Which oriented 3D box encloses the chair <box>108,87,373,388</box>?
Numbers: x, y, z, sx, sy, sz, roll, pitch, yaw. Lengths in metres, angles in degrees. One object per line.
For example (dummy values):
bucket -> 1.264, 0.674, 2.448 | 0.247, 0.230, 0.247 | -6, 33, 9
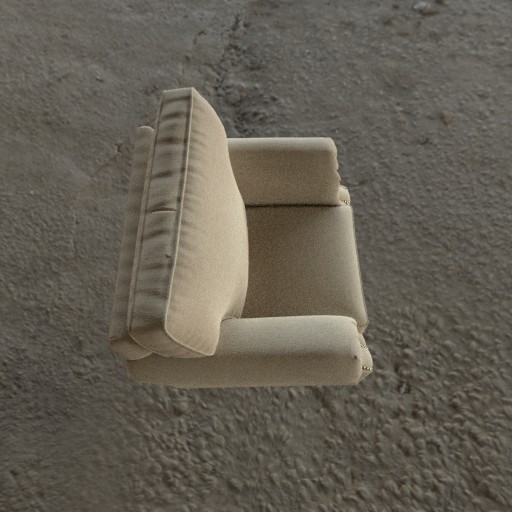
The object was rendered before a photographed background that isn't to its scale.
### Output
chair -> 0.000, 0.000, 1.876 | 0.965, 0.961, 1.092 | -1, 63, 0
